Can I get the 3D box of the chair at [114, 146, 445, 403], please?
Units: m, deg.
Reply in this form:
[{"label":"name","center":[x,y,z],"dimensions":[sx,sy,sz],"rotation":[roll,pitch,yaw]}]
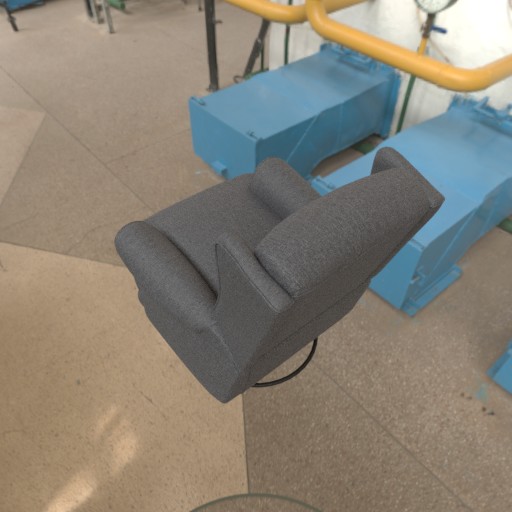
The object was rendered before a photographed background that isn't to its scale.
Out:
[{"label":"chair","center":[0.000,0.000,1.716],"dimensions":[0.847,1.011,0.969],"rotation":[-30,53,-26]}]
